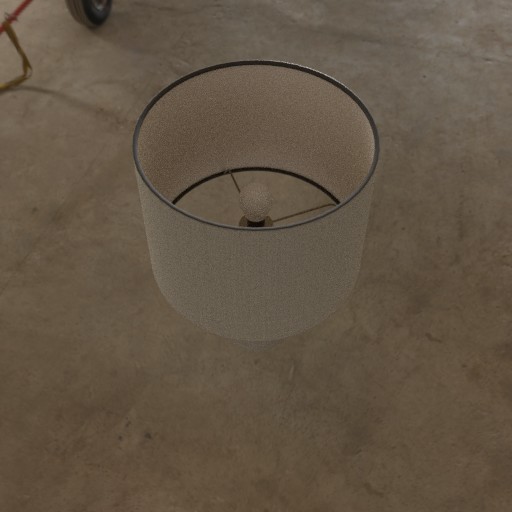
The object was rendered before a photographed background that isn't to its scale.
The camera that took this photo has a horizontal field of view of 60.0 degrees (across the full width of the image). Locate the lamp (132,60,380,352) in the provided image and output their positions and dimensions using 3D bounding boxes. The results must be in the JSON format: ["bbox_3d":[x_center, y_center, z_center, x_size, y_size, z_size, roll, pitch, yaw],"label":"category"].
[{"bbox_3d":[0.000,0.000,0.833,0.376,0.594,0.376,0,57,0],"label":"lamp"}]
